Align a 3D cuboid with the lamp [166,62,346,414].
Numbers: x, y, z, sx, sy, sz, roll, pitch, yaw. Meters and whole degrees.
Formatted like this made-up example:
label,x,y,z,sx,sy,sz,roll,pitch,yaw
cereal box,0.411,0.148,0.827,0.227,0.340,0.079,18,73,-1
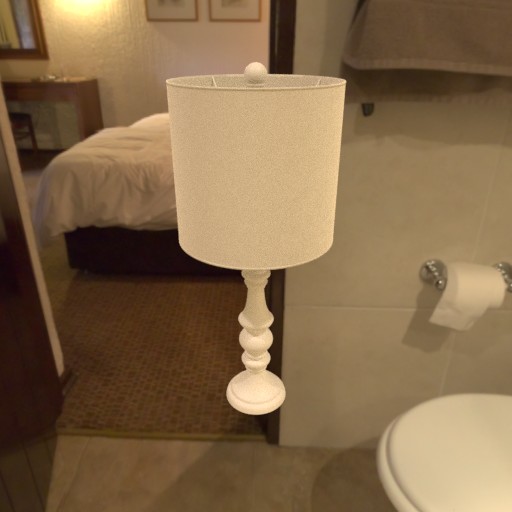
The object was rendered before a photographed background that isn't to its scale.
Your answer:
label,x,y,z,sx,sy,sz,roll,pitch,yaw
lamp,0.000,0.000,0.745,0.250,0.597,0.250,-17,30,-31
